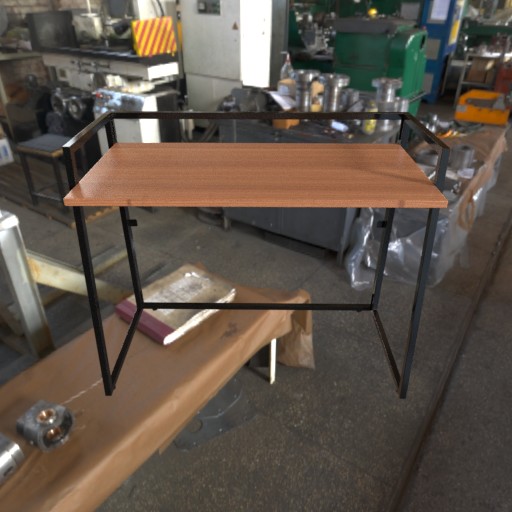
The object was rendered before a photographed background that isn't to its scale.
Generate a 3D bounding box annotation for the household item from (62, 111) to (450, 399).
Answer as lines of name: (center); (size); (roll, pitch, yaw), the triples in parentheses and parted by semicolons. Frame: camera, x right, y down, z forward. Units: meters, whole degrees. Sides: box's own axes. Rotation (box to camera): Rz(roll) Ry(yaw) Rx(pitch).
household item: (0.000, 0.000, 1.539); (1.050, 0.860, 0.510); (0, 31, 1)
